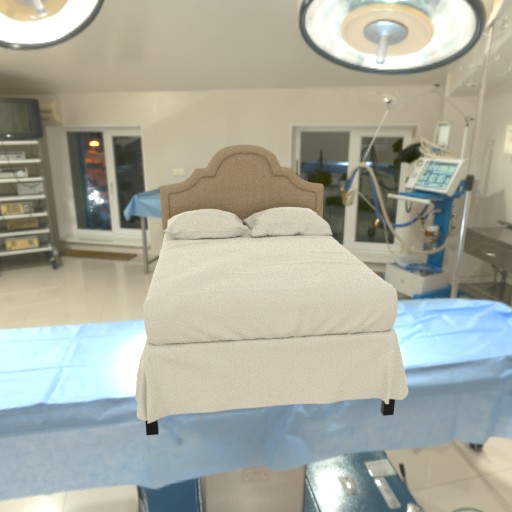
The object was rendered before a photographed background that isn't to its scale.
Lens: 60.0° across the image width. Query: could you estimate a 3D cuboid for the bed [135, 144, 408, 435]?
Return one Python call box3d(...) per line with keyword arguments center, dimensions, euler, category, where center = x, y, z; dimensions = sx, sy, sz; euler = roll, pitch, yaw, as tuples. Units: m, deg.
box3d(center=(0.000, 0.000, 3.505), dimensions=(1.780, 1.634, 2.222), euler=(-2, 17, -7), category="bed")
